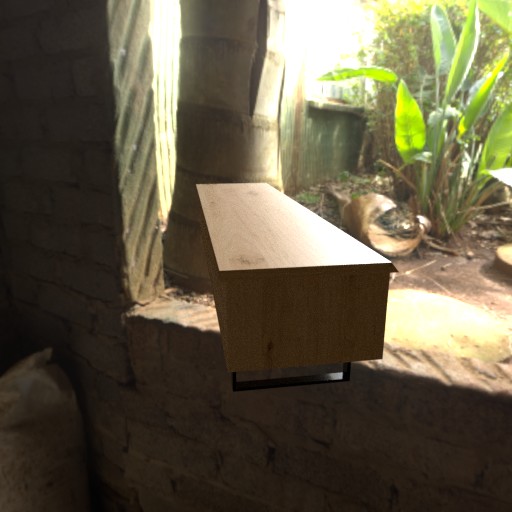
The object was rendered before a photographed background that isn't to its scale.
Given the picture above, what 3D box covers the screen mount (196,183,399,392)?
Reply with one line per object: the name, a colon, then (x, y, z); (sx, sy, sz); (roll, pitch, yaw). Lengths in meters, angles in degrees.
screen mount: (0.000, 0.000, 1.932); (0.450, 0.430, 1.700); (-3, 16, -9)
